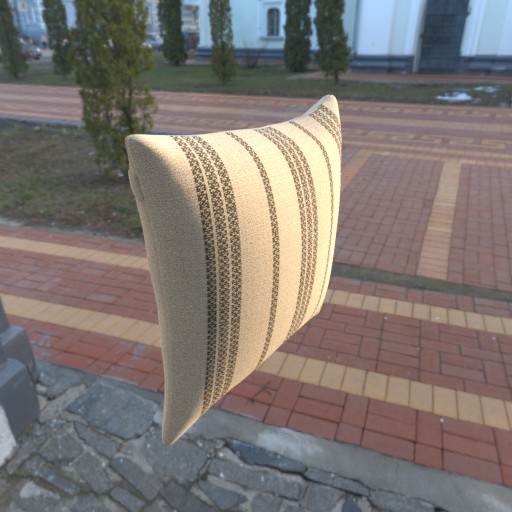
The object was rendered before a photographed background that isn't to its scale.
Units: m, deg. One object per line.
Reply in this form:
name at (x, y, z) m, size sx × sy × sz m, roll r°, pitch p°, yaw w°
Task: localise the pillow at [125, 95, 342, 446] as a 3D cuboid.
pillow at (0.000, 0.000, 0.641) m, size 0.173 × 0.406 × 0.405 m, roll 18°, pitch 32°, yaw 32°
